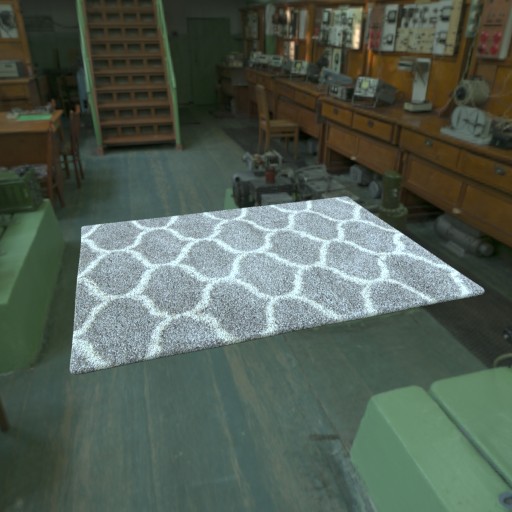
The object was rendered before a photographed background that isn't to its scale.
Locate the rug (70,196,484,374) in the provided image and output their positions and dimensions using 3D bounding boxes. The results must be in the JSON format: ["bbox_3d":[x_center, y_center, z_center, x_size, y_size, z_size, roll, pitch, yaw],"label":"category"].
[{"bbox_3d":[0.000,0.000,2.106,1.600,0.025,1.200,-8,28,-16],"label":"rug"}]
